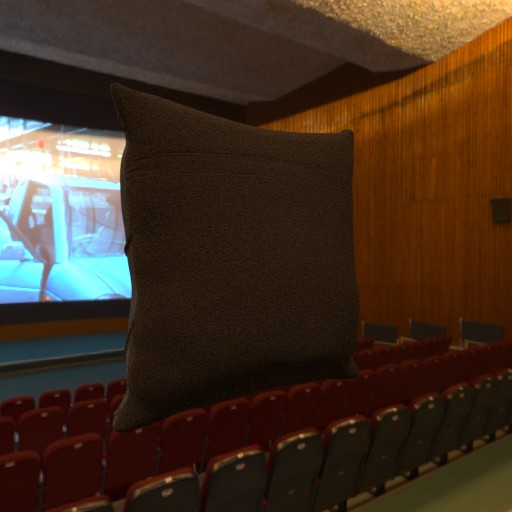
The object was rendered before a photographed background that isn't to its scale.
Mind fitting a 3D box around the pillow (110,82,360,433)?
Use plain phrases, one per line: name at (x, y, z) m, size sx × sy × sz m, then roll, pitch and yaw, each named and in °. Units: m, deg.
pillow at (0.000, 0.000, 0.669) m, size 0.439 × 0.440 × 0.183 m, roll -1°, pitch 2°, yaw -36°
